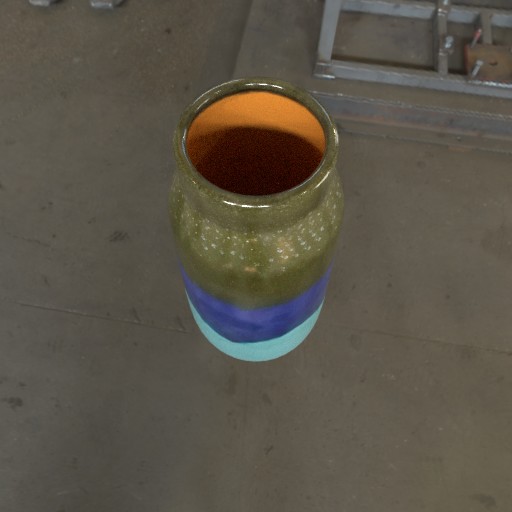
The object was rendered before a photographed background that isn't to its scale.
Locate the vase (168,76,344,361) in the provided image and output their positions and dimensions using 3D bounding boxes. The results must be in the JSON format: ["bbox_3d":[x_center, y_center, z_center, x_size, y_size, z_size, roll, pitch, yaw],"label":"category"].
[{"bbox_3d":[0.000,0.000,0.386,0.139,0.313,0.139,0,65,0],"label":"vase"}]
